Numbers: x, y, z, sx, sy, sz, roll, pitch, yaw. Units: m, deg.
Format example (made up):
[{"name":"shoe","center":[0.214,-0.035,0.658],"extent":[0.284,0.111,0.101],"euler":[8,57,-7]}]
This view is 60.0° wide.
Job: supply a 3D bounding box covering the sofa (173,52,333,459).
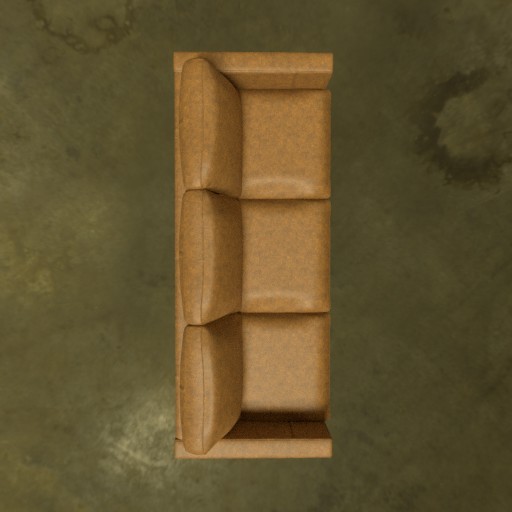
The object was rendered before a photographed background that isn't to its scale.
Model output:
[{"name":"sofa","center":[0.000,0.000,2.647],"extent":[0.903,0.930,2.231],"euler":[0,91,-1]}]
